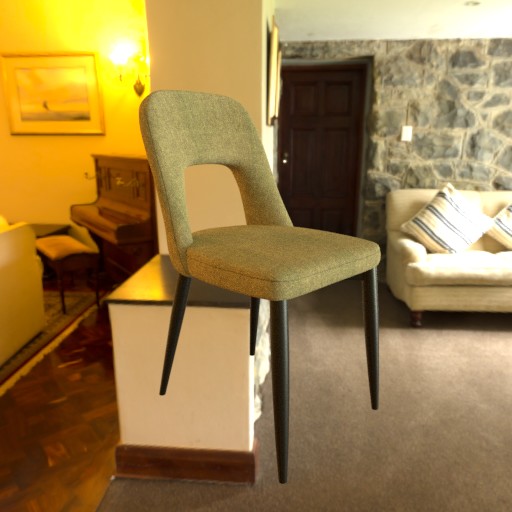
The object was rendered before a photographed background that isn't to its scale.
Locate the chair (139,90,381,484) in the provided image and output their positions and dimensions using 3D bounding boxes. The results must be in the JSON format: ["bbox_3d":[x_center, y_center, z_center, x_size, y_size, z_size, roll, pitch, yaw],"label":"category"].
[{"bbox_3d":[0.000,0.000,1.274,0.470,0.931,0.612,-14,20,-43],"label":"chair"}]
